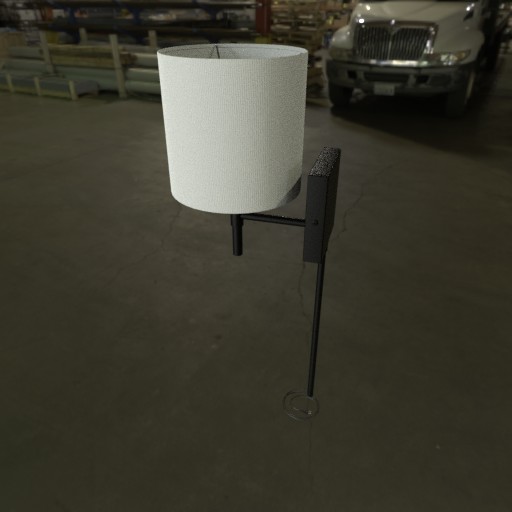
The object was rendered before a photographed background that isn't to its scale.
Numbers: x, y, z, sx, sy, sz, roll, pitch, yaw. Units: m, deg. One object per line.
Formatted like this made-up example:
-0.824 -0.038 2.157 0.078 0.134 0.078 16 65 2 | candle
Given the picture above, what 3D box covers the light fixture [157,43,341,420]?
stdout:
0.000 0.000 0.699 0.248 0.589 0.188 8 31 14 | light fixture
